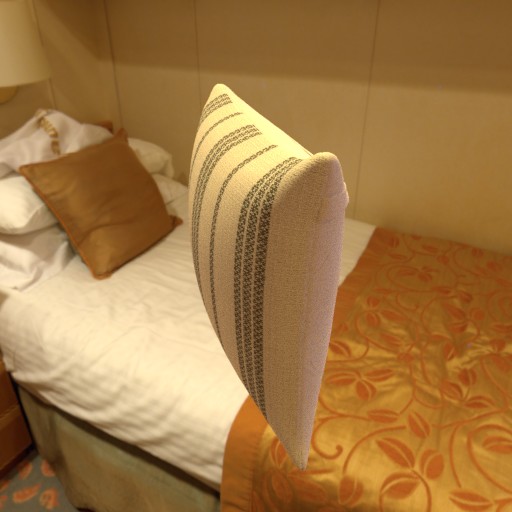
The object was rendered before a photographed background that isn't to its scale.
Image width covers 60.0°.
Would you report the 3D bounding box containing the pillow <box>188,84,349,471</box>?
[{"bbox_3d":[0.000,0.000,0.626,0.173,0.406,0.405,-9,31,-15],"label":"pillow"}]
